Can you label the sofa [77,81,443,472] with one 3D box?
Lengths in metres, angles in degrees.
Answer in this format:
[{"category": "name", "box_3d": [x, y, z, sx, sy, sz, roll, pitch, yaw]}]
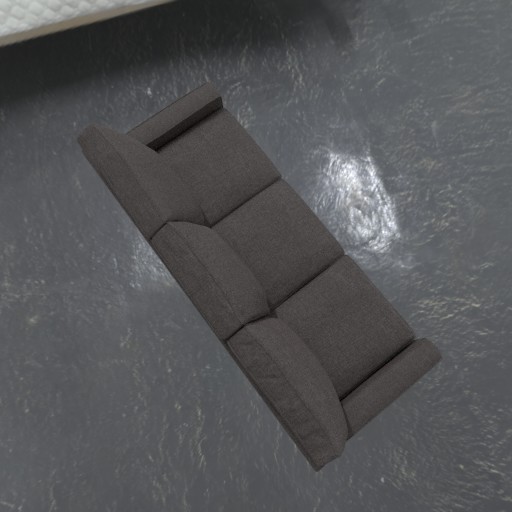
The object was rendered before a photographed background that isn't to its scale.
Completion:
[{"category": "sofa", "box_3d": [0.000, 0.000, 2.849, 1.004, 0.978, 2.369, -36, 78, -9]}]
